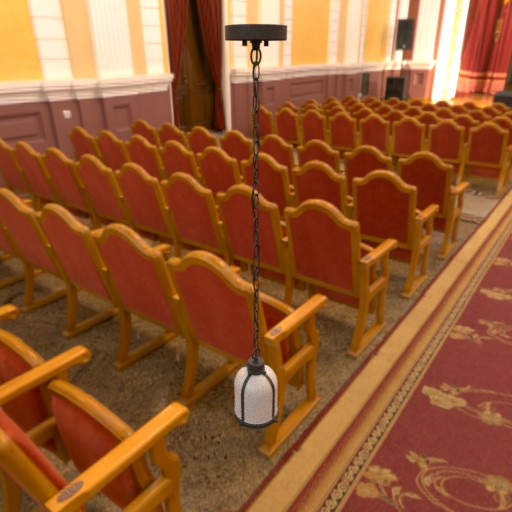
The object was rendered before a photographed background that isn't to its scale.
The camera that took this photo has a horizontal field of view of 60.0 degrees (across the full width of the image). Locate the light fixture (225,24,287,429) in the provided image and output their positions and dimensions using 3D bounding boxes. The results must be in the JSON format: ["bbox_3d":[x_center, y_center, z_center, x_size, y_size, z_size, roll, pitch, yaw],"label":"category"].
[{"bbox_3d":[0.000,0.000,1.279,0.178,1.181,0.178,18,30,33],"label":"light fixture"}]
